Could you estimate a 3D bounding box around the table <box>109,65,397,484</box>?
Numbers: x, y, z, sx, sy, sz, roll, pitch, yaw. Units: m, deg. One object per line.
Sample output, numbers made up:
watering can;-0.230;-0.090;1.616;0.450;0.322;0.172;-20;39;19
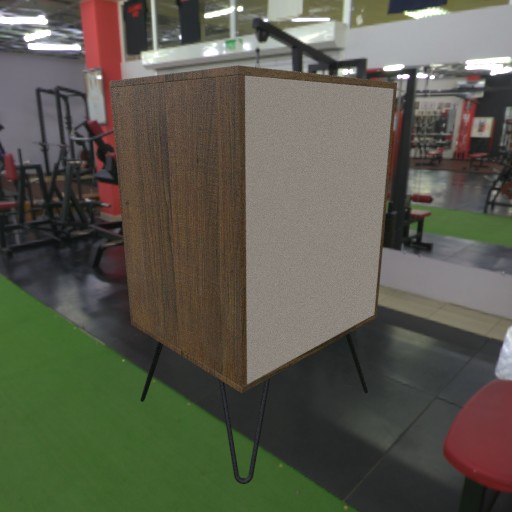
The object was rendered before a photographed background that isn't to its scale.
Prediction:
table;0.000;0.000;1.181;0.526;0.866;0.457;-16;23;-42
